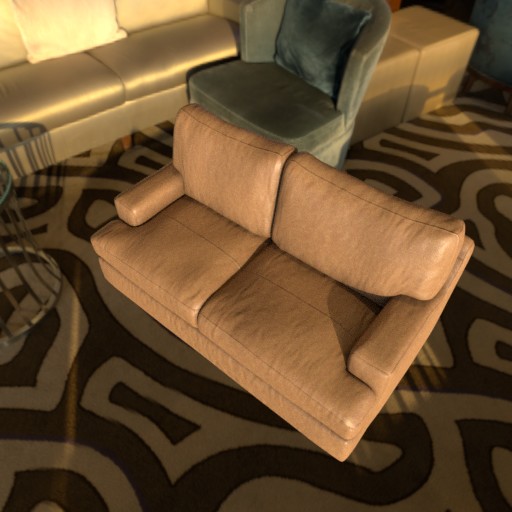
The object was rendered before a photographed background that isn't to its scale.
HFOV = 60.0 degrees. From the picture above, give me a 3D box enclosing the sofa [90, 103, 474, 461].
[{"bbox_3d":[0.000,0.000,2.402,1.855,0.980,0.962,31,54,26],"label":"sofa"}]
